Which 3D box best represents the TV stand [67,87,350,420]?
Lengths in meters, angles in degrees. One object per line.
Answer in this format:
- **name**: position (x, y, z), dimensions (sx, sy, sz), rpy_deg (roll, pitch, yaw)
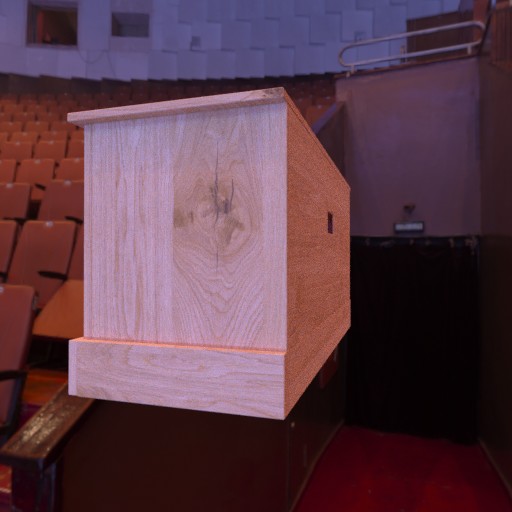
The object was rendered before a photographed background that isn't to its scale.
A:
- **TV stand**: position (0.000, 0.000, 1.309), dimensions (0.440, 0.550, 1.080), rpy_deg (0, 0, 18)
